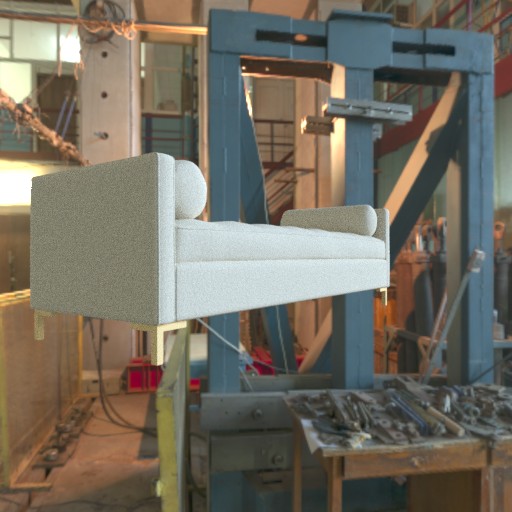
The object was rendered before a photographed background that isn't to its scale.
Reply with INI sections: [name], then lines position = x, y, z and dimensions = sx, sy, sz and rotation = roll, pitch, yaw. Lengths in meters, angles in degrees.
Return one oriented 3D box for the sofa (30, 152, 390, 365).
[sofa]
position = 0.000, 0.000, 2.285
dimensions = 0.746, 0.641, 1.985
rotation = 0, 0, 36
